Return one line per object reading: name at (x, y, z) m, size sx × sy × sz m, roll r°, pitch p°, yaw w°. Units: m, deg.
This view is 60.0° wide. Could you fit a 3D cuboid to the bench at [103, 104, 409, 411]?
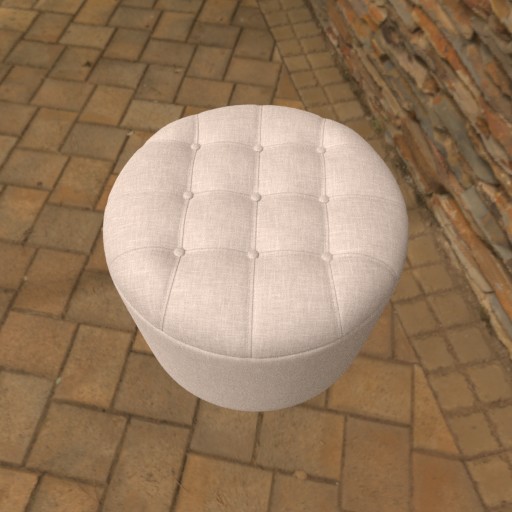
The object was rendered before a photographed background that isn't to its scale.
bench at (0.000, 0.000, 1.010) m, size 0.600 × 0.453 × 0.600 m, roll 0°, pitch 58°, yaw 0°
